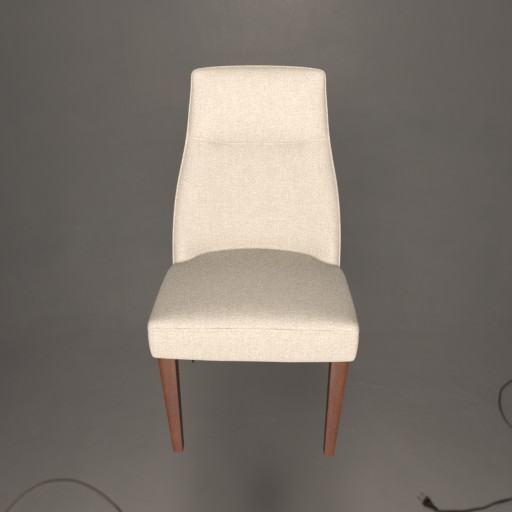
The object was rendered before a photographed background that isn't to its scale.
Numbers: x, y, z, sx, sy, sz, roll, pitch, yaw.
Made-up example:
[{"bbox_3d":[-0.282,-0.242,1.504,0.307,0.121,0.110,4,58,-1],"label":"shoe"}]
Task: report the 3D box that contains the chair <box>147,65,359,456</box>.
[{"bbox_3d":[0.000,0.000,1.264,0.500,0.930,0.620,1,32,1],"label":"chair"}]
